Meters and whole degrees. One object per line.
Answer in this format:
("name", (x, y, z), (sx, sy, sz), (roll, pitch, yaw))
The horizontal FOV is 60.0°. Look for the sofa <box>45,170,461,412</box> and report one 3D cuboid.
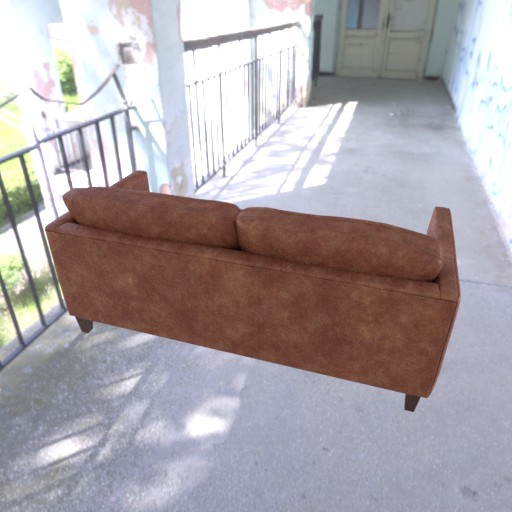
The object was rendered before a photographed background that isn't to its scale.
("sofa", (0.000, 0.000, 2.452), (1.971, 0.863, 0.923), (9, 32, 16))
